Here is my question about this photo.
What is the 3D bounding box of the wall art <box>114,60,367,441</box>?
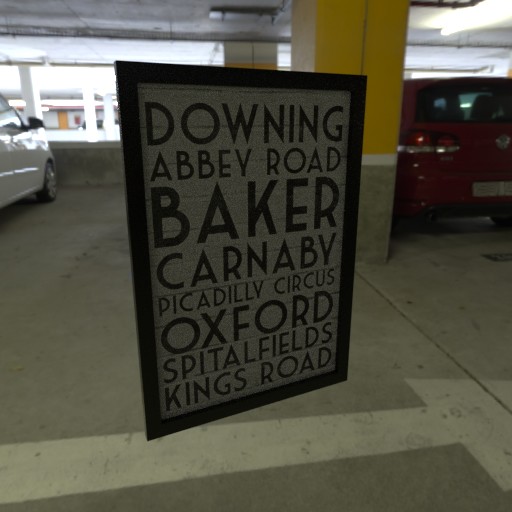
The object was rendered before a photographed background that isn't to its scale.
[{"bbox_3d":[0.000,0.000,0.553,0.304,0.432,0.013,-8,18,-25],"label":"wall art"}]
